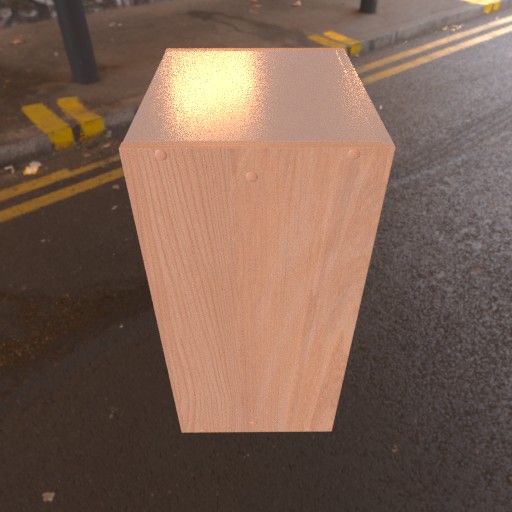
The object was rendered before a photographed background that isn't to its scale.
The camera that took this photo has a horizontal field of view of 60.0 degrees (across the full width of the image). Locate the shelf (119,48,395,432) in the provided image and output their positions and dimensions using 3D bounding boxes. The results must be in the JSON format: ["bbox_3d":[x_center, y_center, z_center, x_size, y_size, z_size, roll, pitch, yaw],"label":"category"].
[{"bbox_3d":[0.000,0.000,0.791,0.290,0.600,0.350,0,41,0],"label":"shelf"}]
